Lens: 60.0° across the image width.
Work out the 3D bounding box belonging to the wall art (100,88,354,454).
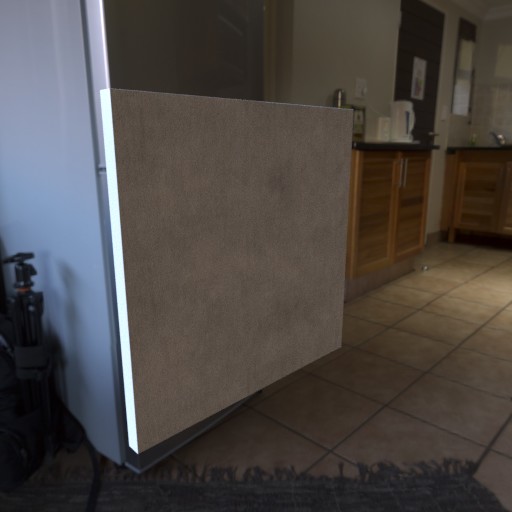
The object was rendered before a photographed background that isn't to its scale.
[{"bbox_3d":[0.000,0.000,0.688,0.455,0.453,0.023,-14,20,-42],"label":"wall art"}]
